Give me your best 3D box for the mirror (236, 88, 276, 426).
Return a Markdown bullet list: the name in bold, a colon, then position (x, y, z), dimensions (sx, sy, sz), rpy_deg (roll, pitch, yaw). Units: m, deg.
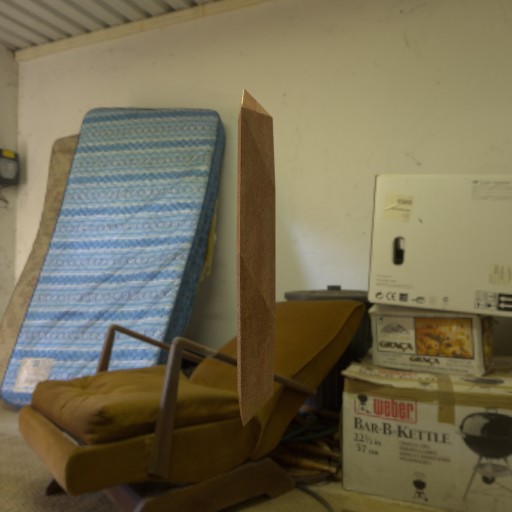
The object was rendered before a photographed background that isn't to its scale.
- **mirror**: position (0.000, 0.000, 1.013), dimensions (0.070, 0.774, 0.577), rpy_deg (0, -1, 0)
